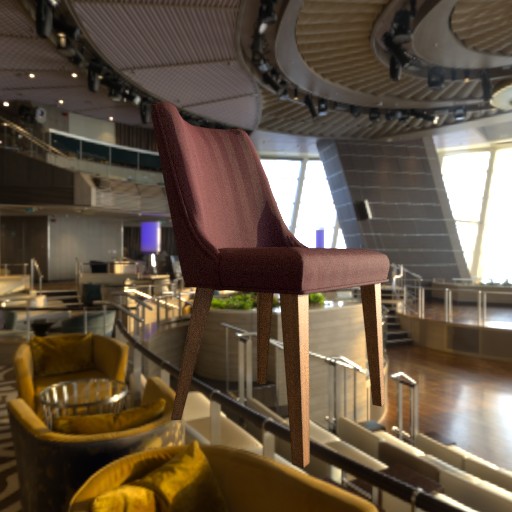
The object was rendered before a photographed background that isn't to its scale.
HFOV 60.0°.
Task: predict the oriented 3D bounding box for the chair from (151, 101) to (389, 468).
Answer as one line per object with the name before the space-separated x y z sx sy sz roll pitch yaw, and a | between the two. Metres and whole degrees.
chair | 0.000 0.000 1.344 0.638 0.916 0.548 0 0 36
